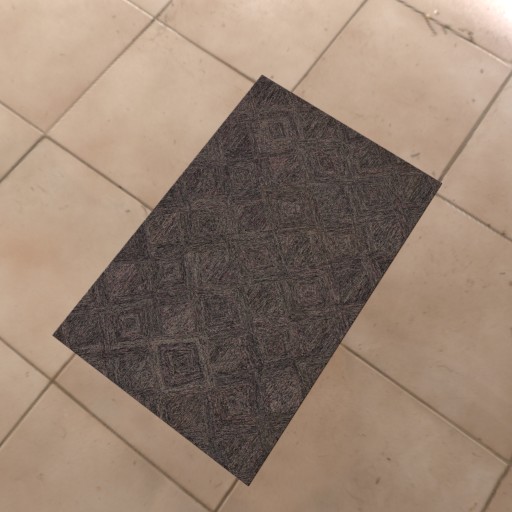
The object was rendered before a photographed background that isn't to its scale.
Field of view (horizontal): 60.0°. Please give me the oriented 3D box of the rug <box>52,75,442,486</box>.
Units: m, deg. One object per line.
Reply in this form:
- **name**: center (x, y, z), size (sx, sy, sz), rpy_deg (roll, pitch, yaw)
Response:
- **rug**: center (0.000, 0.000, 2.897), size (1.501, 0.017, 2.298), rpy_deg (34, 78, 8)
